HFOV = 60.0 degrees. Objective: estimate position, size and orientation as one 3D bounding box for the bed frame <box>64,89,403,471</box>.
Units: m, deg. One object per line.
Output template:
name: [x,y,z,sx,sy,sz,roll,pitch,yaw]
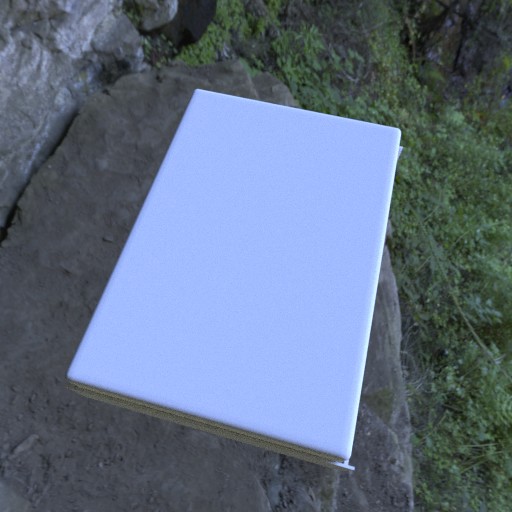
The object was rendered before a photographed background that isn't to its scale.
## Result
bed frame: [0.000,0.000,2.585,1.445,0.497,1.945,13,64,7]
